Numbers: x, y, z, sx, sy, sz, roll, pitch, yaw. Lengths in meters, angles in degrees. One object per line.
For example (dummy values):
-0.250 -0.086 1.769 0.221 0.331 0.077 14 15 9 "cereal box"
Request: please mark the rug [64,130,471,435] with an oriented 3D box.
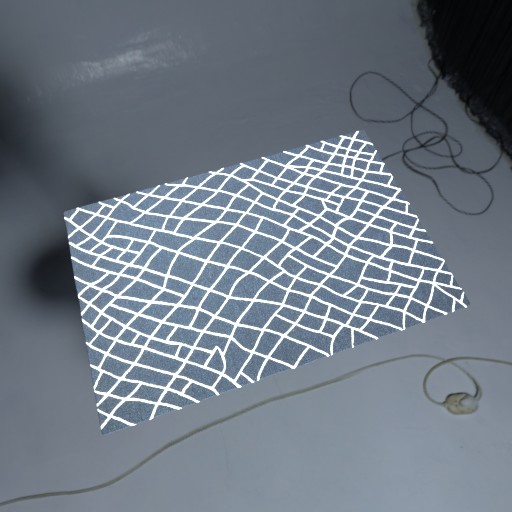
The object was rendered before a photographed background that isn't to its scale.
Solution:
0.000 0.000 2.316 1.830 0.013 1.223 -17 64 -9 "rug"
